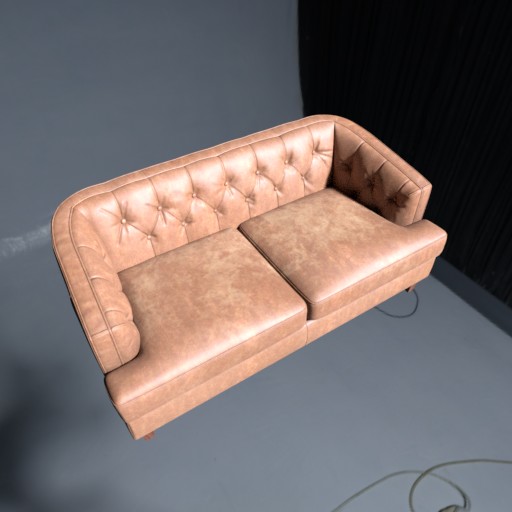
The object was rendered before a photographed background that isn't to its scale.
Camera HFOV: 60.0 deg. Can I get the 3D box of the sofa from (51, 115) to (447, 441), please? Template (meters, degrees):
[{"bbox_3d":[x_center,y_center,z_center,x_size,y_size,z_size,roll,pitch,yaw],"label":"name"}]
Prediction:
[{"bbox_3d":[0.000,0.000,2.224,1.755,0.786,0.914,-24,49,-22],"label":"sofa"}]
